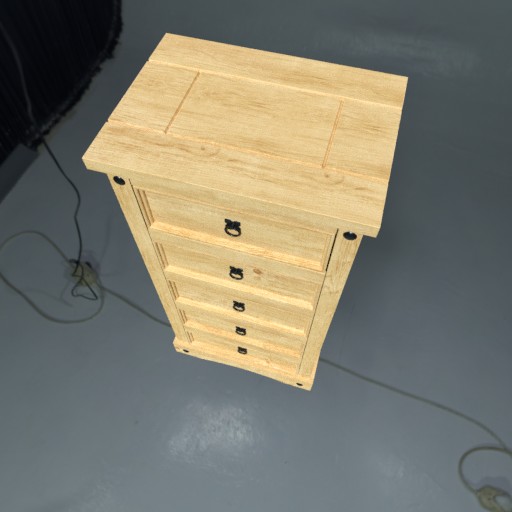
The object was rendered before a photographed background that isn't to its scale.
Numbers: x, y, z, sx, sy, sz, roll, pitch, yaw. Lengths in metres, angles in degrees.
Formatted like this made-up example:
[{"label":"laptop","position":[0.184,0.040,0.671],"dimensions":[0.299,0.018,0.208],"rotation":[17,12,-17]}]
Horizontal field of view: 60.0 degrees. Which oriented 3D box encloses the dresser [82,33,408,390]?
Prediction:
[{"label":"dresser","position":[0.000,0.000,1.292],"dimensions":[0.531,1.041,0.390],"rotation":[14,60,8]}]
